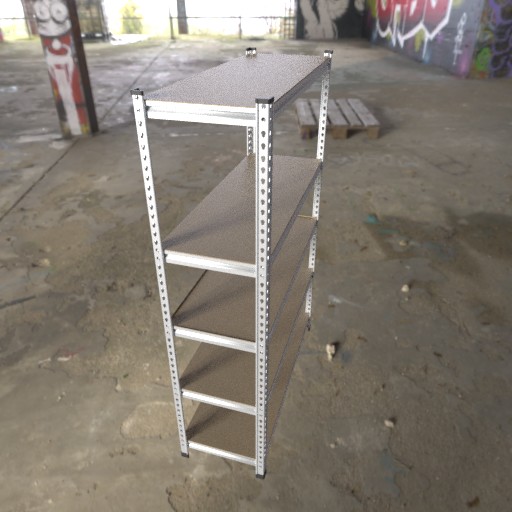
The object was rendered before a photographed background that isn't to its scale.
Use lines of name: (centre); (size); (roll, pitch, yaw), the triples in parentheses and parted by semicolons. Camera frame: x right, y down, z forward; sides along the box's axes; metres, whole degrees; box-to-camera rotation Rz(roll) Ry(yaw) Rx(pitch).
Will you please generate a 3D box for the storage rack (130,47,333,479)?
storage rack: (0.000, 0.000, 2.293); (0.457, 1.829, 1.219); (9, 32, 14)
